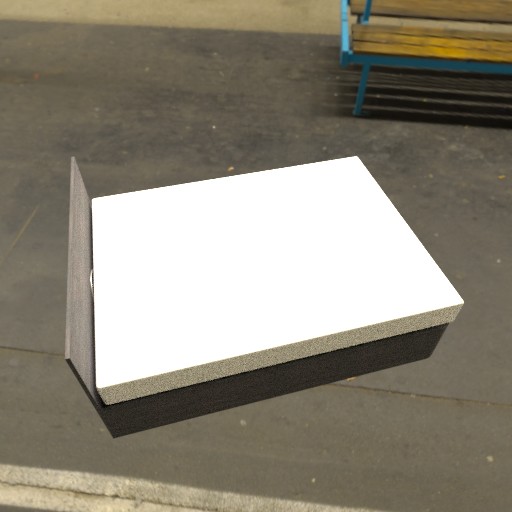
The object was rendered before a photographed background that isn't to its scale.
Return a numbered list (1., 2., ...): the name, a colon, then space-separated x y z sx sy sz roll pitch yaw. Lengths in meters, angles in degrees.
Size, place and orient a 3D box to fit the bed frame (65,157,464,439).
1. bed frame: 0.000 0.000 2.631 1.900 0.800 1.400 -11 48 -10
